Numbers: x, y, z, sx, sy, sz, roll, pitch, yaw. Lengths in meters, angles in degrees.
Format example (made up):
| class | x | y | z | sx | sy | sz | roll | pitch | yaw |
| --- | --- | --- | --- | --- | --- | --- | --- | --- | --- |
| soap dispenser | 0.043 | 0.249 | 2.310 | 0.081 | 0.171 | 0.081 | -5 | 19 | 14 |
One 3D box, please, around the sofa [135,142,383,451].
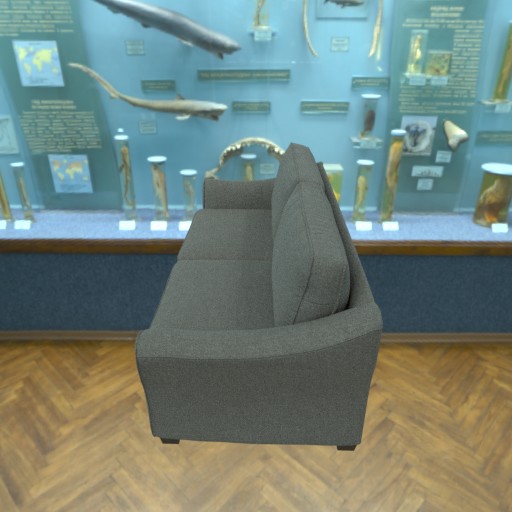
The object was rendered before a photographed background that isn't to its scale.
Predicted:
| class | x | y | z | sx | sy | sz | roll | pitch | yaw |
| --- | --- | --- | --- | --- | --- | --- | --- | --- | --- |
| sofa | 0.000 | 0.000 | 2.729 | 1.013 | 0.976 | 2.203 | 1 | 27 | 1 |
